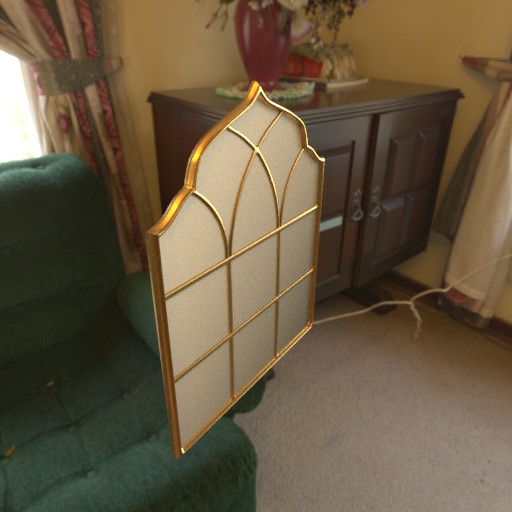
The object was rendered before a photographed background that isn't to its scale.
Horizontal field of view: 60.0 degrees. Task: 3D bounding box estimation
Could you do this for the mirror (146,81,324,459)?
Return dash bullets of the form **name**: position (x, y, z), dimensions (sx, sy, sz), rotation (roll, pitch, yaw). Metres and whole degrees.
- **mirror**: position (0.000, 0.000, 0.862), dimensions (0.018, 0.635, 0.513), rotation (18, 32, 31)
